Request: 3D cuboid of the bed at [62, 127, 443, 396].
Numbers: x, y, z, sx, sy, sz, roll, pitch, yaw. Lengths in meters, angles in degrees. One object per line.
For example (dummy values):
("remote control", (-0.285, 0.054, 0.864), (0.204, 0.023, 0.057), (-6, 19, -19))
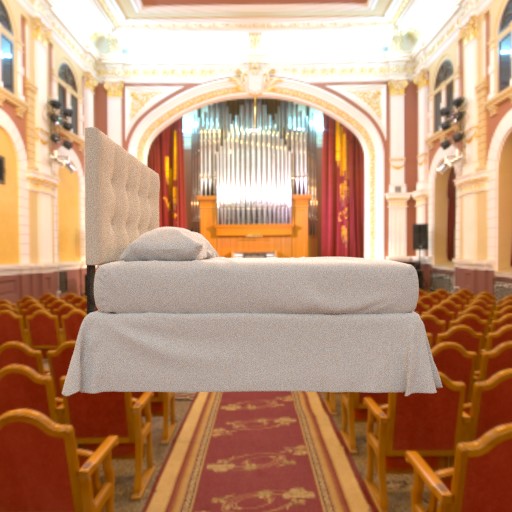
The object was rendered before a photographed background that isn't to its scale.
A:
("bed", (0.000, 0.000, 3.461), (2.222, 1.577, 1.936), (0, 1, 0))
